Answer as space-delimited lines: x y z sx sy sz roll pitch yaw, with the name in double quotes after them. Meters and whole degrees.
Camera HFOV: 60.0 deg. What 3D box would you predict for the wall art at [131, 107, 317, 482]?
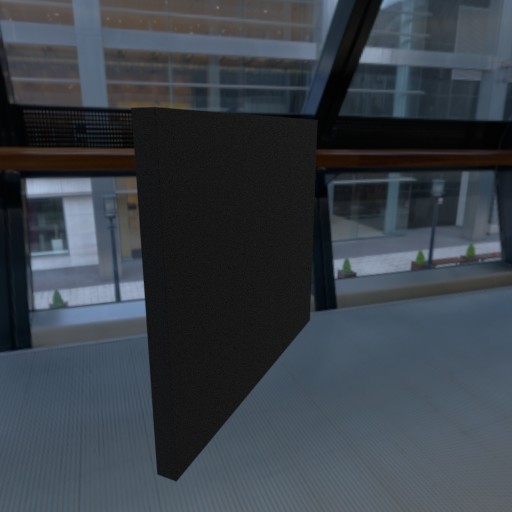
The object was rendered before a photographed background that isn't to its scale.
0.000 0.000 0.759 0.031 0.457 0.558 7 17 24 "wall art"
